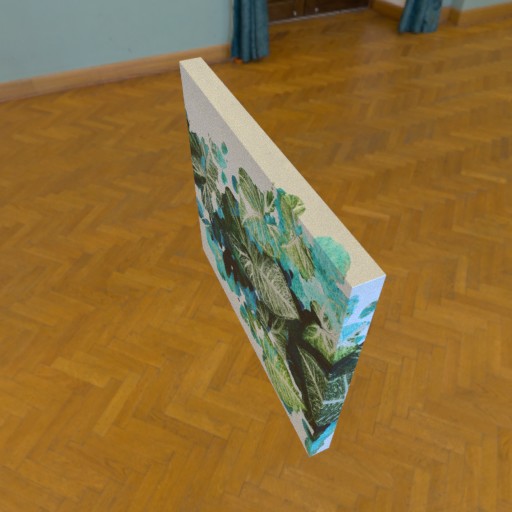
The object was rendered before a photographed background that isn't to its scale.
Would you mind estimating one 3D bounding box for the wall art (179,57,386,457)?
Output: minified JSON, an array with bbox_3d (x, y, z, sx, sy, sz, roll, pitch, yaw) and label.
[{"bbox_3d":[0.000,0.000,0.716,0.041,0.435,0.507,-18,50,-16],"label":"wall art"}]
